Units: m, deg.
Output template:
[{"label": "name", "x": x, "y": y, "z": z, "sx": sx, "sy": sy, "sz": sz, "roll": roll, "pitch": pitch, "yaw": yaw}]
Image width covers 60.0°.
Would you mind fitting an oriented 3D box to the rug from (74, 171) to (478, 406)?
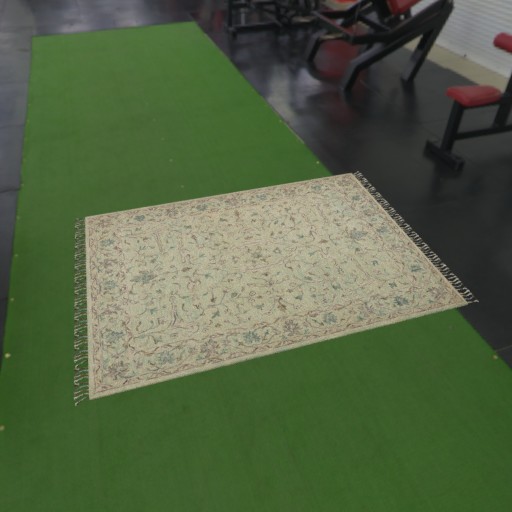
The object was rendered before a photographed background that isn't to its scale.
[{"label": "rug", "x": 0.000, "y": 0.000, "z": 2.303, "sx": 1.802, "sy": 0.008, "sz": 1.247, "roll": -11, "pitch": 43, "yaw": -13}]
